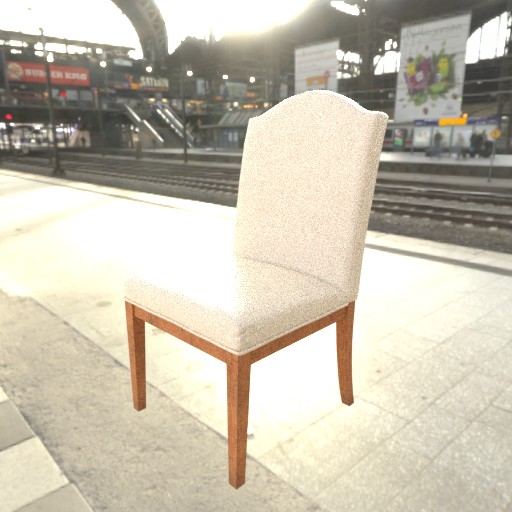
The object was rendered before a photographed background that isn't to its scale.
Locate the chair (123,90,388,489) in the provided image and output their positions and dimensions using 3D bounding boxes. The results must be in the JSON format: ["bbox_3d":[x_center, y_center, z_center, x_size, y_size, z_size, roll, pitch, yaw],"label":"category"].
[{"bbox_3d":[0.000,0.000,1.386,0.534,1.012,0.648,14,20,43],"label":"chair"}]
